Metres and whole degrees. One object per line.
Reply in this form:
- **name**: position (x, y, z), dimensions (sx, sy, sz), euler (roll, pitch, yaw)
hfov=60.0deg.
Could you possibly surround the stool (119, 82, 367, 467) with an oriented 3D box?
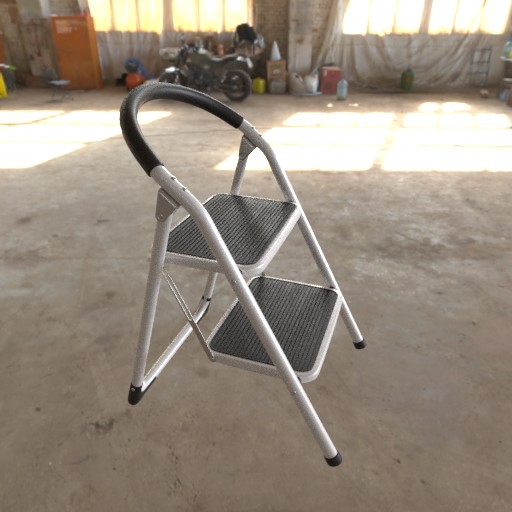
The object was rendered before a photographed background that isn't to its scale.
- **stool**: position (0.000, 0.000, 1.071), dimensions (0.559, 0.760, 0.453), euler (10, 30, 17)
